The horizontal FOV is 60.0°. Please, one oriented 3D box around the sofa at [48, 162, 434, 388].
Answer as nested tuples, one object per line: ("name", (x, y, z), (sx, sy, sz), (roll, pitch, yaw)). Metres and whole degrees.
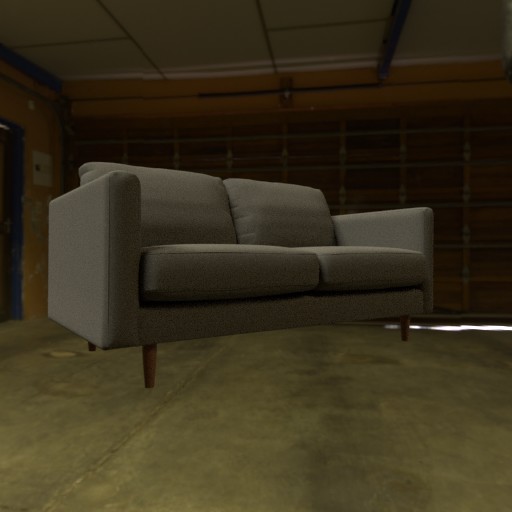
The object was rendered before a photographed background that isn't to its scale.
("sofa", (0.000, 0.000, 2.158), (1.713, 0.866, 0.940), (0, 0, -35))
